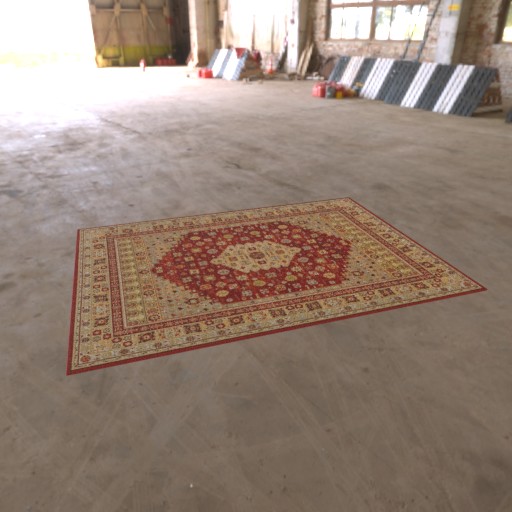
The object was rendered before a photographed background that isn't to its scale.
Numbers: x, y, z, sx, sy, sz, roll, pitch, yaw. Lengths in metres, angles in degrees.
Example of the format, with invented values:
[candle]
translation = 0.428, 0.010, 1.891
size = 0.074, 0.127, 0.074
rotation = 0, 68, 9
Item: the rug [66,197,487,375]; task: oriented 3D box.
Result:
[rug]
translation = 0.000, 0.000, 2.854
size = 2.211, 0.013, 1.593
rotation = -9, 28, -16
